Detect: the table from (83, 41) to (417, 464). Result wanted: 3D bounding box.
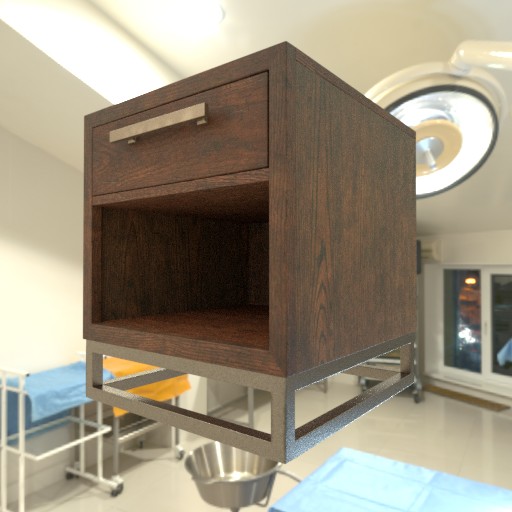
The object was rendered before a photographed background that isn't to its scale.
[{"bbox_3d":[0.000,0.000,0.962,0.506,0.582,0.566,-1,-1,38],"label":"table"}]
